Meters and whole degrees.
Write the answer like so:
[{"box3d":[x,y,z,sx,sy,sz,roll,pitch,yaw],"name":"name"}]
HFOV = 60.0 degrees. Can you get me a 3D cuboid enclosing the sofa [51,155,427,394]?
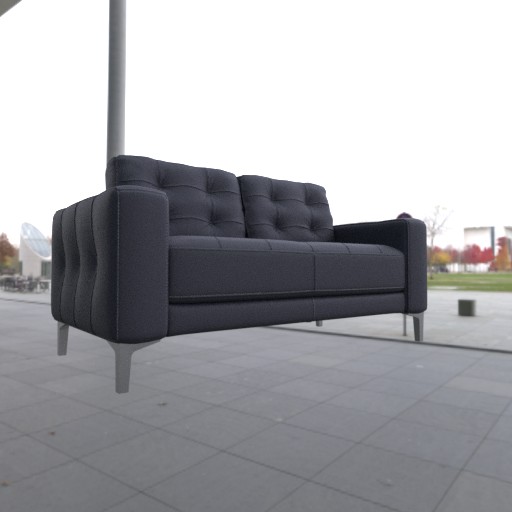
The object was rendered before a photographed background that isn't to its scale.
[{"box3d":[0.000,0.000,2.181,1.726,0.893,0.833,1,-2,-37],"name":"sofa"}]
